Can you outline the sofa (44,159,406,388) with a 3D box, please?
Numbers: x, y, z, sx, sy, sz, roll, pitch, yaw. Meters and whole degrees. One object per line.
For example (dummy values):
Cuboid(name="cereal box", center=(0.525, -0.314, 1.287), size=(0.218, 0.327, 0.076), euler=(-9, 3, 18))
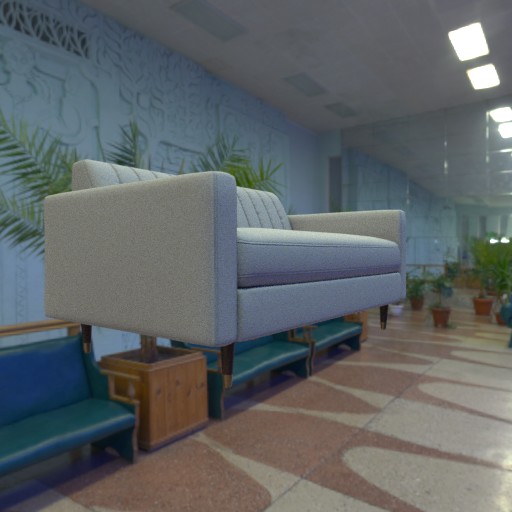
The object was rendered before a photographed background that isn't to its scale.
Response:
Cuboid(name="sofa", center=(0.000, 0.000, 2.119), size=(0.950, 0.801, 1.585), euler=(0, 1, 37))
